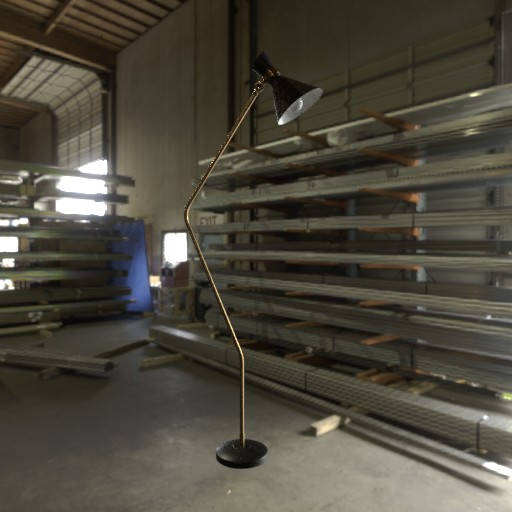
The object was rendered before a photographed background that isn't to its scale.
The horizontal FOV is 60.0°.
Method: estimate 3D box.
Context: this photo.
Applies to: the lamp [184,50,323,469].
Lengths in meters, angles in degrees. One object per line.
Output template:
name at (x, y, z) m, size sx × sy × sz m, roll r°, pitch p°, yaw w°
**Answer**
lamp at (0.000, 0.000, 1.602) m, size 0.467 × 1.438 × 0.277 m, roll 1°, pitch 1°, yaw 35°
